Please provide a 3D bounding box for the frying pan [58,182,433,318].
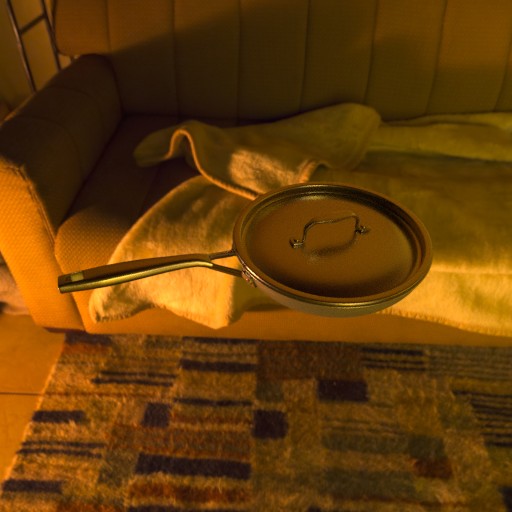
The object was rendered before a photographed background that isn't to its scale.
[{"bbox_3d":[0.000,0.000,0.596,0.490,0.086,0.272,-12,42,-13],"label":"frying pan"}]
